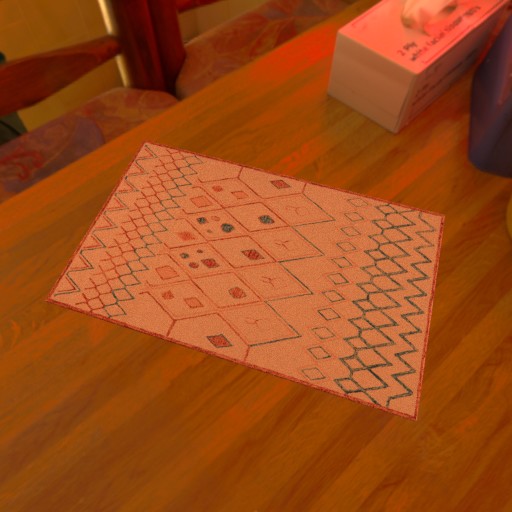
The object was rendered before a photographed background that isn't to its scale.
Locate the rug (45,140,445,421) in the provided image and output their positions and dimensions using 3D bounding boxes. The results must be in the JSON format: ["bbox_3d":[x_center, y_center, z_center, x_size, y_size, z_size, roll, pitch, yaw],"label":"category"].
[{"bbox_3d":[0.000,0.000,3.102,2.438,0.015,1.524,16,61,9],"label":"rug"}]
